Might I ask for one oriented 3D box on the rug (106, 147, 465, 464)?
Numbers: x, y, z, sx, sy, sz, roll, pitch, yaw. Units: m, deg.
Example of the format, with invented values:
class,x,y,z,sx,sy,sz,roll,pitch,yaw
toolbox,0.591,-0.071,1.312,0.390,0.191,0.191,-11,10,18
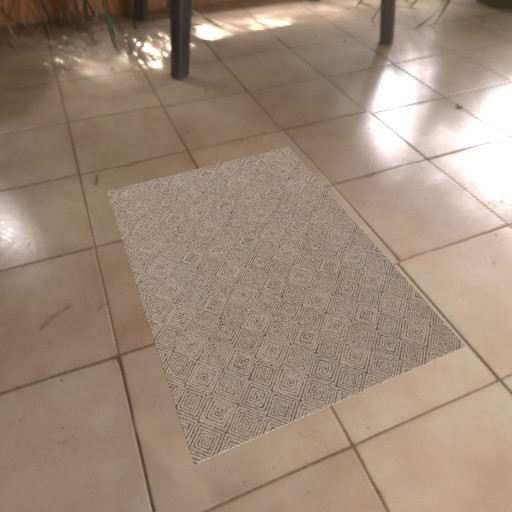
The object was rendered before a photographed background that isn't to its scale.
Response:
class,x,y,z,sx,sy,sz,roll,pitch,yaw
rug,0.000,0.000,2.981,1.593,0.008,2.238,-17,48,-16
